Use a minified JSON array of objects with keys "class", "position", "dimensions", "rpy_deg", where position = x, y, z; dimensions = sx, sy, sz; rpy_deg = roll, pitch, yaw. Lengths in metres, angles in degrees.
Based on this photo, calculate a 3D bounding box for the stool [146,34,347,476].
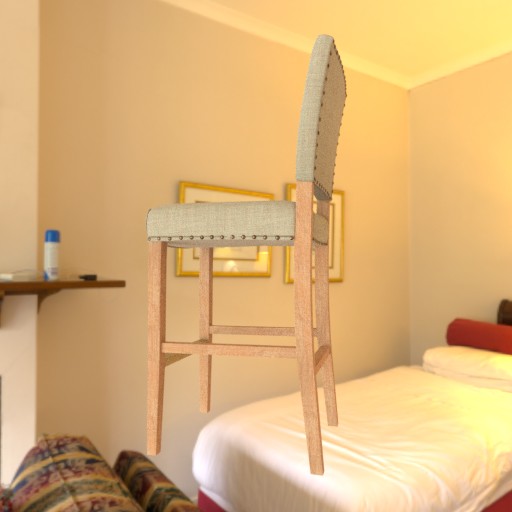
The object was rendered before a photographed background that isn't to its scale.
[{"class":"stool","position":[0.000,0.000,1.476],"dimensions":[0.585,1.203,0.445],"rpy_deg":[0,-1,16]}]
